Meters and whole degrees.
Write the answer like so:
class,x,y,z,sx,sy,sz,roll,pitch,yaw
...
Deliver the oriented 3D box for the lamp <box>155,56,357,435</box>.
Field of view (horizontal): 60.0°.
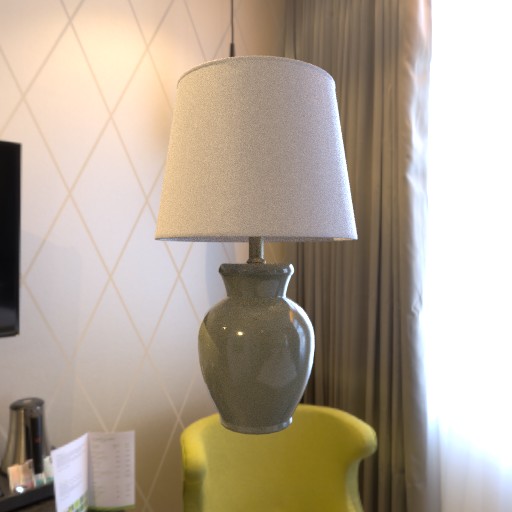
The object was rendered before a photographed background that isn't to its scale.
class,x,y,z,sx,sy,sz,roll,pitch,yaw
lamp,0.000,0.000,0.536,0.239,0.399,0.239,0,0,0
